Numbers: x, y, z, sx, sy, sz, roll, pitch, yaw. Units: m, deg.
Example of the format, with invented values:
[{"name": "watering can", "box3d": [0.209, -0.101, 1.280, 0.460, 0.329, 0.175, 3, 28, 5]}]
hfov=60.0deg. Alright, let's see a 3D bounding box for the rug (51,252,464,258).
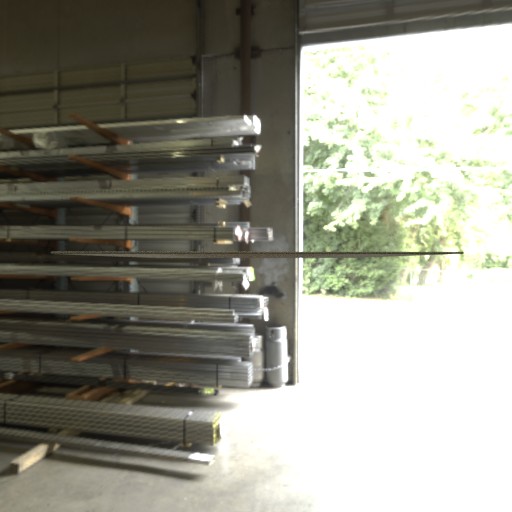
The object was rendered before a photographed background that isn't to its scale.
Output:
[{"name": "rug", "box3d": [0.000, 0.000, 4.118, 2.438, 0.013, 3.048, 0, -1, -1]}]
